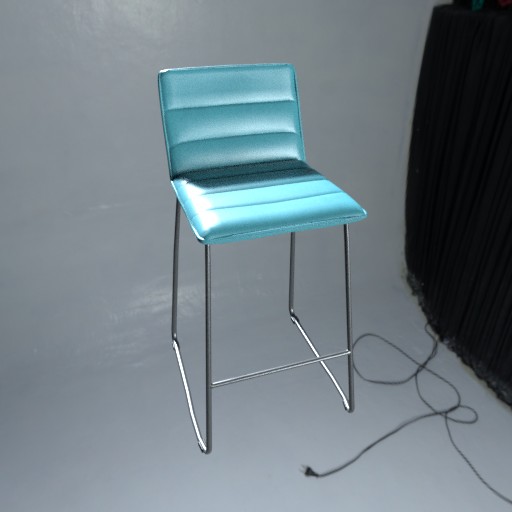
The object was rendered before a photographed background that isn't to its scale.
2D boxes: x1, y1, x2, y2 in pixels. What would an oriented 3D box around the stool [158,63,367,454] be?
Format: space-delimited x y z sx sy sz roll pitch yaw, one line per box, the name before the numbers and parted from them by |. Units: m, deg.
stool | 0.000 0.000 1.250 0.489 0.936 0.524 -10 33 -15
